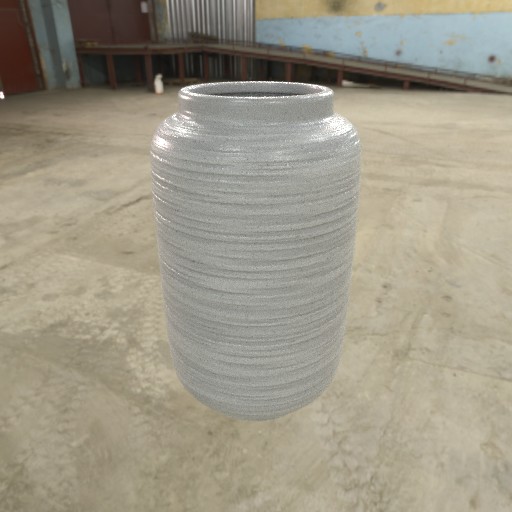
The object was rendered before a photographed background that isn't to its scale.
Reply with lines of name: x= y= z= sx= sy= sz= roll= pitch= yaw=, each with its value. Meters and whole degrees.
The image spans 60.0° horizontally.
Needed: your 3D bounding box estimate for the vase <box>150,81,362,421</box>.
vase: x=0.000 y=0.000 z=0.472 sx=0.202 sy=0.335 sz=0.202 roll=0 pitch=26 yaw=0
